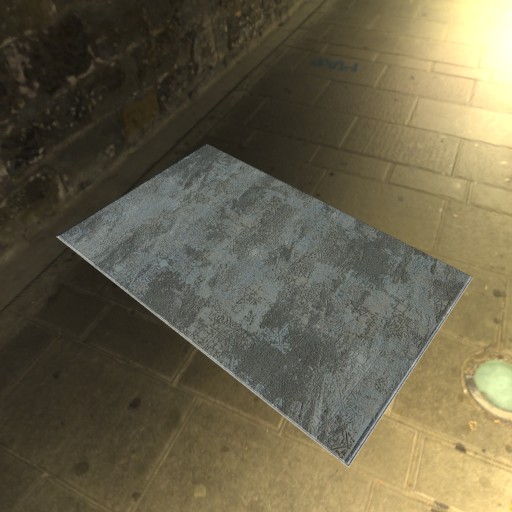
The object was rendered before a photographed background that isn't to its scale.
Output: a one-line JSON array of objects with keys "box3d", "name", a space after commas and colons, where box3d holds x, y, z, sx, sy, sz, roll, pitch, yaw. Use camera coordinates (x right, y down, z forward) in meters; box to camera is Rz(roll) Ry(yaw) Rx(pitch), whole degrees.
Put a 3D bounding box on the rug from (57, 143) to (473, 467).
[{"box3d": [0.000, 0.000, 3.037, 2.431, 0.012, 1.536, 32, 55, 26], "name": "rug"}]
